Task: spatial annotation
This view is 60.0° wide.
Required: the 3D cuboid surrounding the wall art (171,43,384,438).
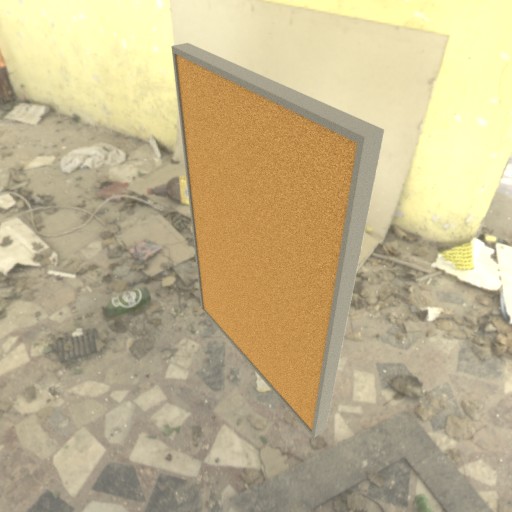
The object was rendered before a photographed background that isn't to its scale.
[{"bbox_3d":[0.000,0.000,0.965,0.039,0.753,0.511,-25,46,-27],"label":"wall art"}]
